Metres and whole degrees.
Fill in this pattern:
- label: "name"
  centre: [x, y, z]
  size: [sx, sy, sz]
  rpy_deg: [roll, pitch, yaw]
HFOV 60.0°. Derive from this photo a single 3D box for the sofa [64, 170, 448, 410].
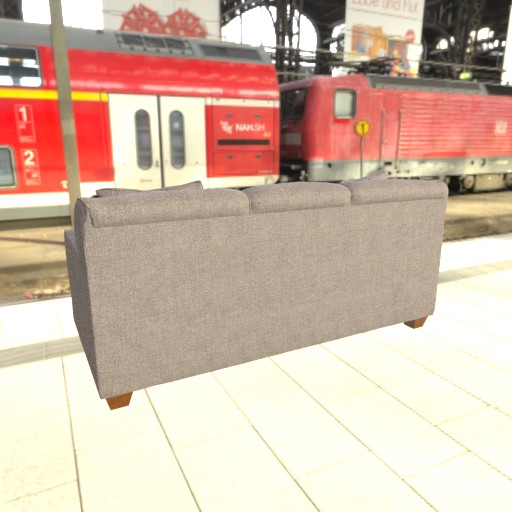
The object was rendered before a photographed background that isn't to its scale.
- label: "sofa"
  centre: [0.000, 0.000, 2.613]
  size: [2.024, 0.958, 0.997]
  rpy_deg: [-8, 17, -27]
